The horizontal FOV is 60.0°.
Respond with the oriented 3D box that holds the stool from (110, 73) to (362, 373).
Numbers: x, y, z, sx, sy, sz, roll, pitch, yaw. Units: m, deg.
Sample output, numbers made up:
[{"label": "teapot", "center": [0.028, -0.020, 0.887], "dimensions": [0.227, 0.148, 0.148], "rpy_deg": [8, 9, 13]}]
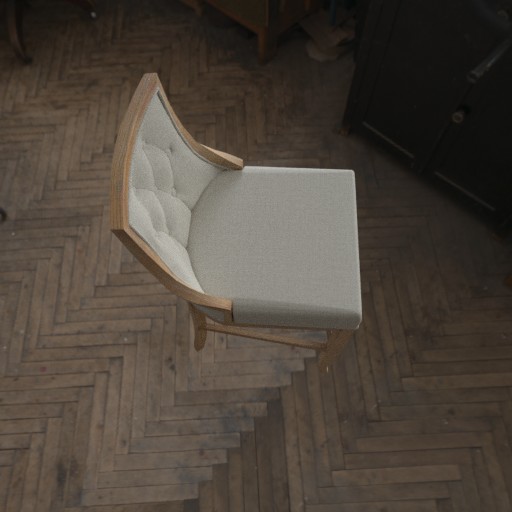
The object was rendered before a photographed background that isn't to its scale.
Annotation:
[{"label": "stool", "center": [0.000, 0.000, 1.472], "dimensions": [0.626, 1.101, 0.524], "rpy_deg": [3, 65, 1]}]
